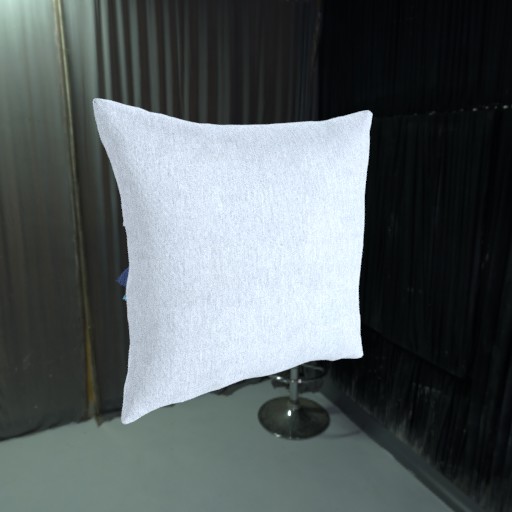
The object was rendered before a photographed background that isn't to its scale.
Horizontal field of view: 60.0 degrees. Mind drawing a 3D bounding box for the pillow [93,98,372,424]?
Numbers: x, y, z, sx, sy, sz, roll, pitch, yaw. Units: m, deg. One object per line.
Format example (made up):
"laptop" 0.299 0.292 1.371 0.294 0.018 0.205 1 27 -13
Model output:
"pillow" 0.000 0.000 0.673 0.433 0.436 0.173 -7 16 -26
